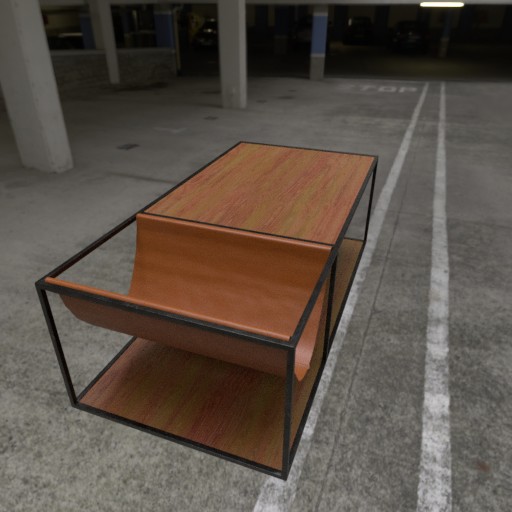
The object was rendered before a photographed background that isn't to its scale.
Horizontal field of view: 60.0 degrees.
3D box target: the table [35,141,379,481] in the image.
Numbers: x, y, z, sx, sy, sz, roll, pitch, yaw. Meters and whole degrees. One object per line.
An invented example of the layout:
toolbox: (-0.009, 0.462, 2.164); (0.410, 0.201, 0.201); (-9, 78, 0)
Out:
table: (0.000, 0.000, 1.473); (0.597, 0.403, 1.199); (11, 32, 18)
